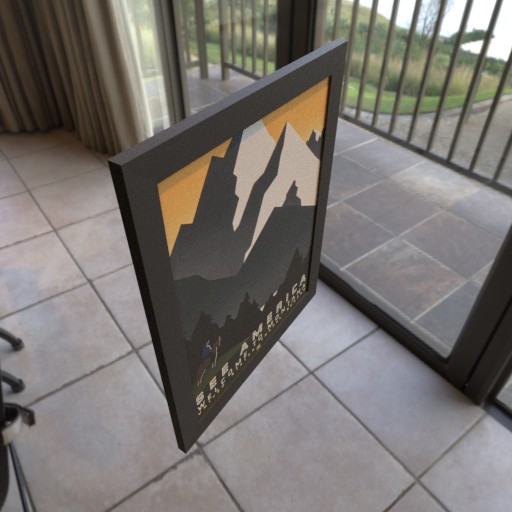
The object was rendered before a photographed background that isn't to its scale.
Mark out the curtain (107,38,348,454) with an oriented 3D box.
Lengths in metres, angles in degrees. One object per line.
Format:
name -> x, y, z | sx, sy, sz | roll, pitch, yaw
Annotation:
curtain -> 0.000, 0.000, 0.760 | 0.027, 0.585, 0.483 | 24, 47, 25
